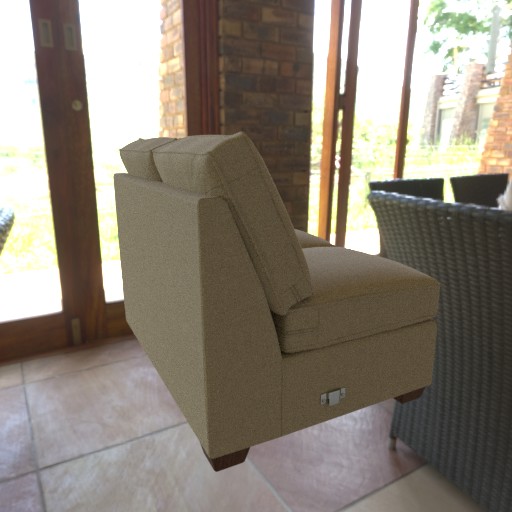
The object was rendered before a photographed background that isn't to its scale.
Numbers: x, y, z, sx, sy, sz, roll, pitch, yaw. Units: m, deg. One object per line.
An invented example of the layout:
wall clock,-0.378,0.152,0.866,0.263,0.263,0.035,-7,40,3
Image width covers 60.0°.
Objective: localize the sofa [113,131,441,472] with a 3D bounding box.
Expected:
sofa,0.000,0.000,1.933,0.951,1.008,1.237,-7,16,-26
